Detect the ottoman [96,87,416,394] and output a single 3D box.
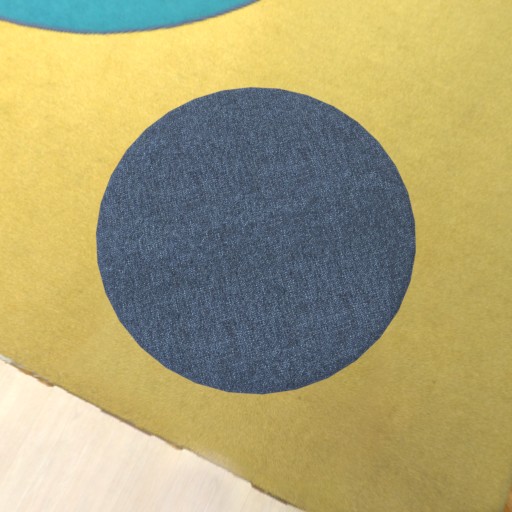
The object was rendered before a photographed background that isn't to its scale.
[{"bbox_3d":[0.000,0.000,0.867,0.500,0.419,0.500,0,76,0],"label":"ottoman"}]
